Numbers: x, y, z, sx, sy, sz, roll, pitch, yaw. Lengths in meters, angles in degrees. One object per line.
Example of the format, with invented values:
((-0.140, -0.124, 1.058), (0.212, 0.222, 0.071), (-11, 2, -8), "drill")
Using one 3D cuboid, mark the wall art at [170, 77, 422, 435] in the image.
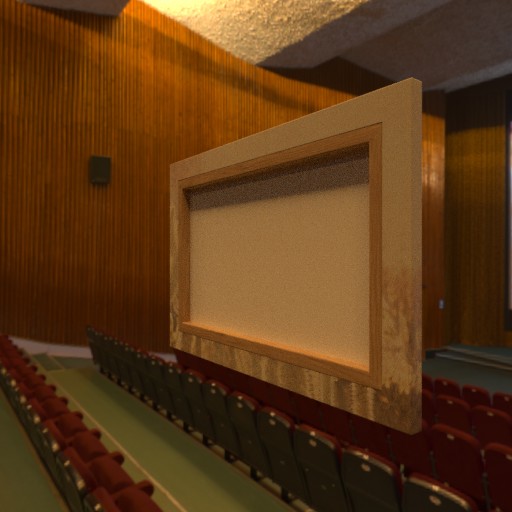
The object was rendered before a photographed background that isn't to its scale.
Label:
((0.000, 0.000, 1.404), (0.041, 0.758, 1.142), (0, 0, -37), "wall art")
